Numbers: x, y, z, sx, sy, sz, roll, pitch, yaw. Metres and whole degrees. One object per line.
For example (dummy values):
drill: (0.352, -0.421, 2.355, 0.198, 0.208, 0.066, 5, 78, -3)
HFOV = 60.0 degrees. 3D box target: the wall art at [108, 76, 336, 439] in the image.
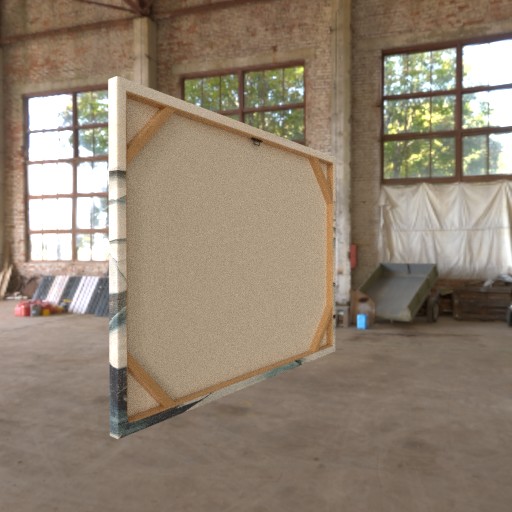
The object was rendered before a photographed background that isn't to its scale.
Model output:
wall art: (0.000, 0.000, 1.613, 0.039, 0.915, 1.219, 1, 1, 36)
